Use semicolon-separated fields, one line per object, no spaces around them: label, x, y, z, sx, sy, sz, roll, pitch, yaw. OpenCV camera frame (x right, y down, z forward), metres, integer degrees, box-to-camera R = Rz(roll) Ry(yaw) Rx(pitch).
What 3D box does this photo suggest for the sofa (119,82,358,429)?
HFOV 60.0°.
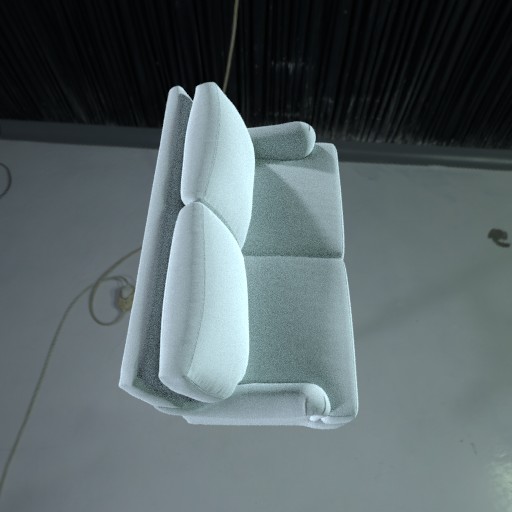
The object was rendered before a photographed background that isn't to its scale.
sofa;0.000;0.000;2.608;1.084;1.101;1.853;1;61;1
